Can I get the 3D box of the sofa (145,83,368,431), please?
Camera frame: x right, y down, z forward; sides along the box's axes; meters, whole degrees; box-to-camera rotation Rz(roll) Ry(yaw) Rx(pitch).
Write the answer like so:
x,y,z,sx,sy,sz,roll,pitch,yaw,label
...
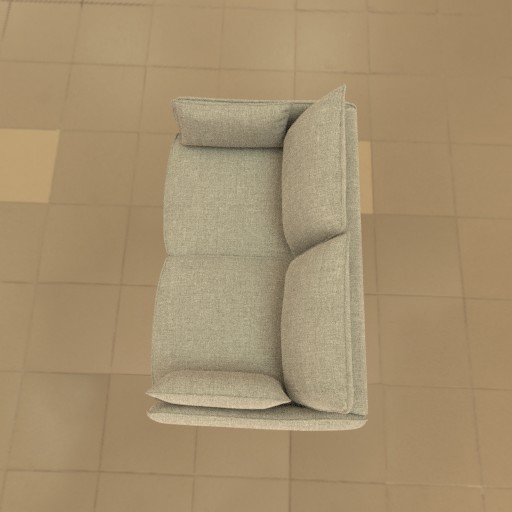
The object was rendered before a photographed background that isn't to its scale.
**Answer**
x,y,z,sx,sy,sz,roll,pitch,yaw,label
0.000,0.000,2.180,0.972,0.851,1.580,1,75,0,sofa
